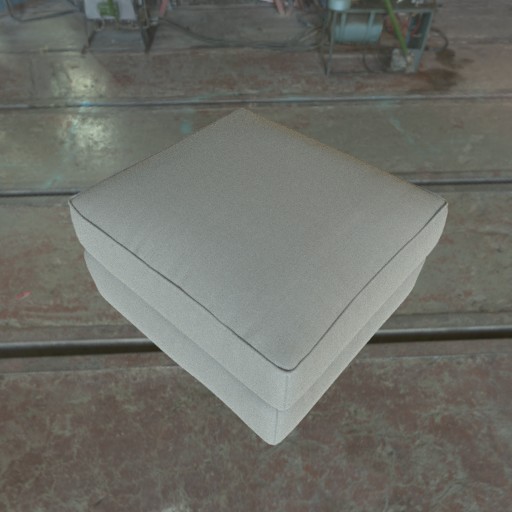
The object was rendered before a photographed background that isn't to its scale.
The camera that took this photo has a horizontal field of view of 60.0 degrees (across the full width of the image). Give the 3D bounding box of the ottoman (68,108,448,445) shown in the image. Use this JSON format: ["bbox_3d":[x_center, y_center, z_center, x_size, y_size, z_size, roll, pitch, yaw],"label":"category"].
[{"bbox_3d":[0.000,0.000,1.187,0.716,0.505,0.662,33,55,28],"label":"ottoman"}]
